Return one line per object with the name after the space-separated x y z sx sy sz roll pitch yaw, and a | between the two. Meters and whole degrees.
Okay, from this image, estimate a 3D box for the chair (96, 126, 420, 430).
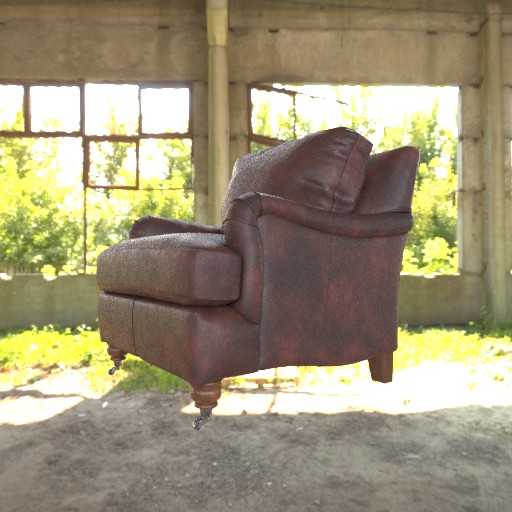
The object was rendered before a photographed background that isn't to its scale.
0.000 0.000 1.944 1.156 1.051 0.987 1 -1 -36 | chair
